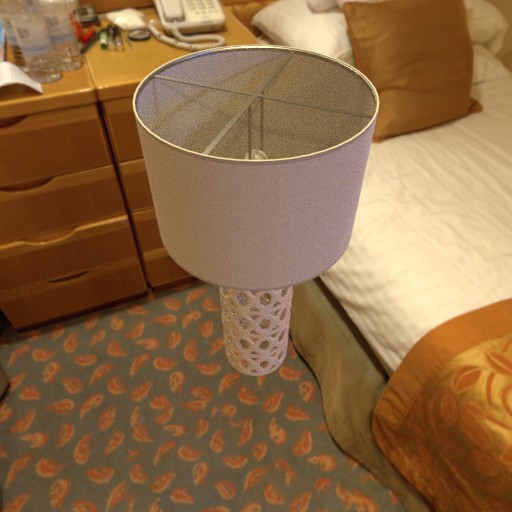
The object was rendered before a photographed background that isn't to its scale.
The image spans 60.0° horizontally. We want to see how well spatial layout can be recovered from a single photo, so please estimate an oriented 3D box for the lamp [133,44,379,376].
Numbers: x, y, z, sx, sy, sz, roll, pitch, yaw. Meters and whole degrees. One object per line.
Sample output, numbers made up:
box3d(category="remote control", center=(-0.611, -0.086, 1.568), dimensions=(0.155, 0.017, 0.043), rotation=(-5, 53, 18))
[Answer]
box3d(category="lamp", center=(0.000, 0.000, 0.825), dimensions=(0.324, 0.636, 0.325), rotation=(16, 48, 15))
